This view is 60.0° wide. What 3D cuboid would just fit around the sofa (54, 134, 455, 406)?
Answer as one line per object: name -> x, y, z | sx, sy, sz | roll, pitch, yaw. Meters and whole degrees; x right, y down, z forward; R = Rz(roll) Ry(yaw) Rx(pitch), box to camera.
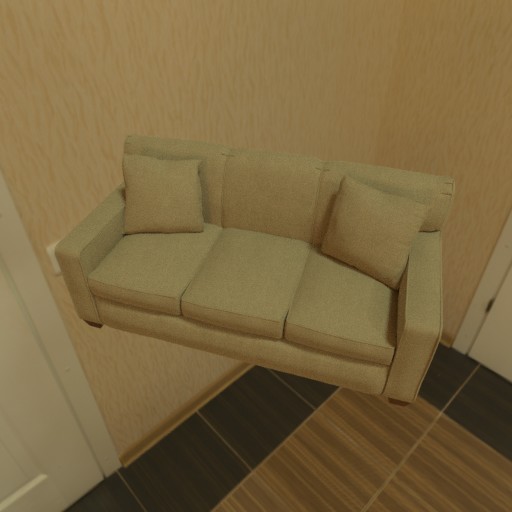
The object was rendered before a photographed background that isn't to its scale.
sofa -> 0.000, 0.000, 2.597 | 2.024, 0.958, 0.997 | 11, 41, 13
